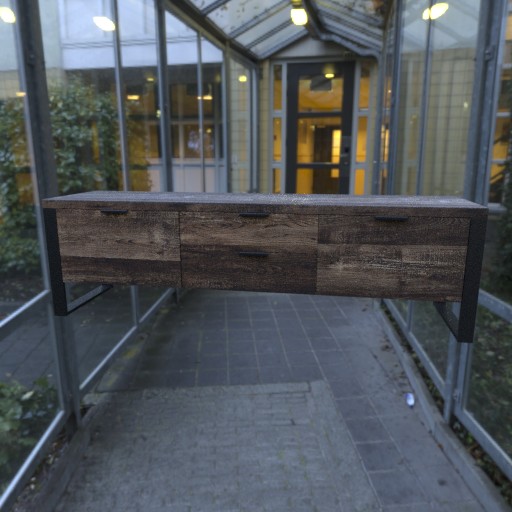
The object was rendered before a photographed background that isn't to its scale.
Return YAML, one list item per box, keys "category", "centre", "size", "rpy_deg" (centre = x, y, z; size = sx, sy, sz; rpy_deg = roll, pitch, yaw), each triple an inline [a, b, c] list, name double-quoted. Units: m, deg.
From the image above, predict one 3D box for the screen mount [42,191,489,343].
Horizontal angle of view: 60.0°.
- category: "screen mount"
  centre: [0.000, 0.000, 1.724]
  size: [1.524, 0.450, 0.395]
  rpy_deg: [2, 13, 9]
